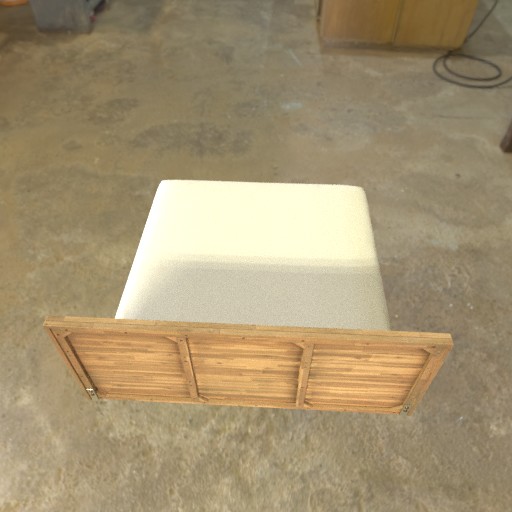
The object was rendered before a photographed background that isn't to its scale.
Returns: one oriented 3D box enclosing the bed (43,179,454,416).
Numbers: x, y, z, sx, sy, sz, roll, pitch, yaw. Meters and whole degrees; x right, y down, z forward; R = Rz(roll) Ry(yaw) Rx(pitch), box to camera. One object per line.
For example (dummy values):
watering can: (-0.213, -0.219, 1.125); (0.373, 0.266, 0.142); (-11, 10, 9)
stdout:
bed: (0.000, 0.000, 3.411); (2.116, 1.100, 2.167); (2, 47, 2)
